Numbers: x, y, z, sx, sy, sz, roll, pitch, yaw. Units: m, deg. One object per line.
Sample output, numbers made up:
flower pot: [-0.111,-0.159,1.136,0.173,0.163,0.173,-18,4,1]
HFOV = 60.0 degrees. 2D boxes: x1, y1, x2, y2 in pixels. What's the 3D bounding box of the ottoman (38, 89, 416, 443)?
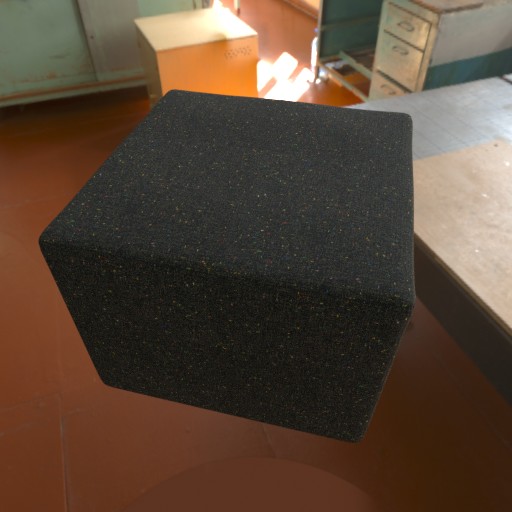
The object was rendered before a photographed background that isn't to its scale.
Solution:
ottoman: [0.000,0.000,0.855,0.508,0.432,0.508,10,45,10]
